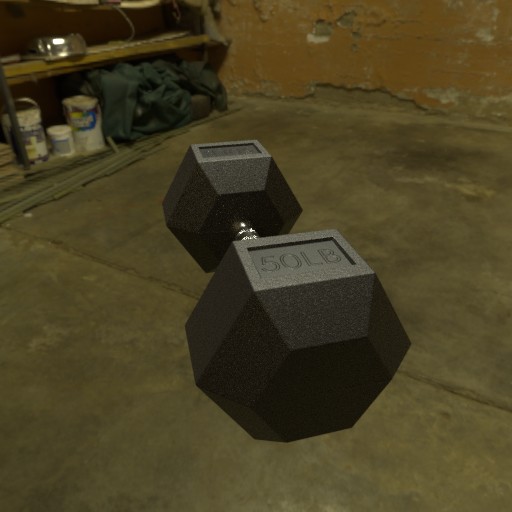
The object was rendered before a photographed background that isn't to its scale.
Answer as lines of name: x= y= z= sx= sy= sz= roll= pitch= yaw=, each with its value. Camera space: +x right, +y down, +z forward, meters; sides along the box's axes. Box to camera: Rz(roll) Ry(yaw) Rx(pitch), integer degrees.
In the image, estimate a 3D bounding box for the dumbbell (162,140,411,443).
dumbbell: x=0.000 y=0.000 z=0.469 sx=0.173 sy=0.150 sz=0.384 roll=-8 pitch=32 yaw=-12
